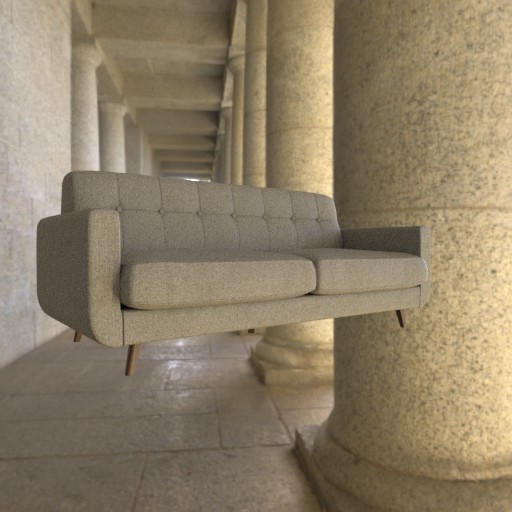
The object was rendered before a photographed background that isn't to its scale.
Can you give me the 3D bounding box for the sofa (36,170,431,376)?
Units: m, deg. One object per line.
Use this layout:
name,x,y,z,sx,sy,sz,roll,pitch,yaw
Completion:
sofa,0.000,0.000,2.458,2.055,0.873,0.968,-1,1,-36
